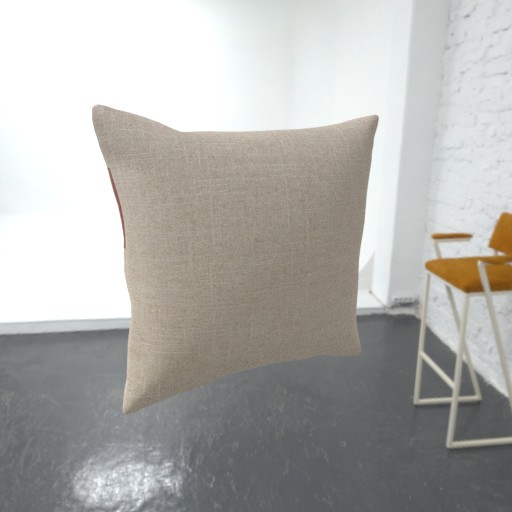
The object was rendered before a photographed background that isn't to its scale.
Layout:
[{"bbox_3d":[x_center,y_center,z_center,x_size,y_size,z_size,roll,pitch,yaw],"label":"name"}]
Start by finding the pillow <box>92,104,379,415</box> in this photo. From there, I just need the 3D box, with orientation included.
[{"bbox_3d":[0.000,0.000,0.636,0.414,0.399,0.173,-7,16,-25],"label":"pillow"}]
